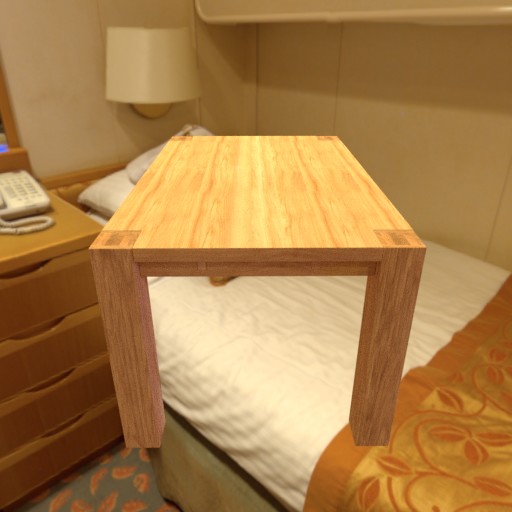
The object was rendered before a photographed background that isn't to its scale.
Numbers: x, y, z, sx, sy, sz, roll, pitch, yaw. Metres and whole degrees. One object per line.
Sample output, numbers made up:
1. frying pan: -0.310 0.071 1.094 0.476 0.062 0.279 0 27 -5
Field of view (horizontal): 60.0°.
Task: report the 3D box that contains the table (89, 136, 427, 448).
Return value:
1. table: 0.000 0.000 1.971 0.900 0.760 1.400 0 27 0
